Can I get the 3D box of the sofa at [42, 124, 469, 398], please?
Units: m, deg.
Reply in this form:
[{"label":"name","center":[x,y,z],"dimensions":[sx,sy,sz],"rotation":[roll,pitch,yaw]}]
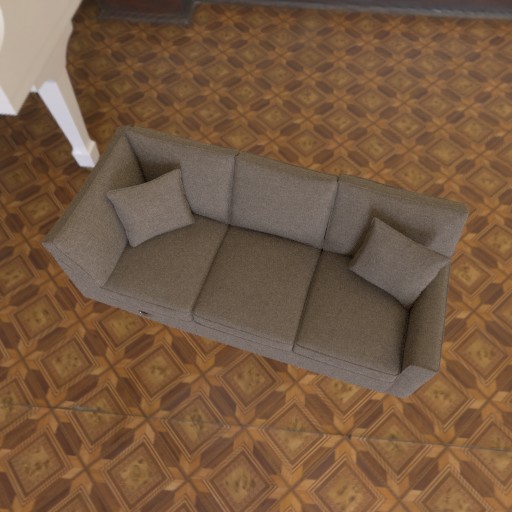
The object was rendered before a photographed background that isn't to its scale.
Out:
[{"label":"sofa","center":[0.000,0.000,2.853],"dimensions":[2.317,0.962,1.061],"rotation":[16,60,9]}]
